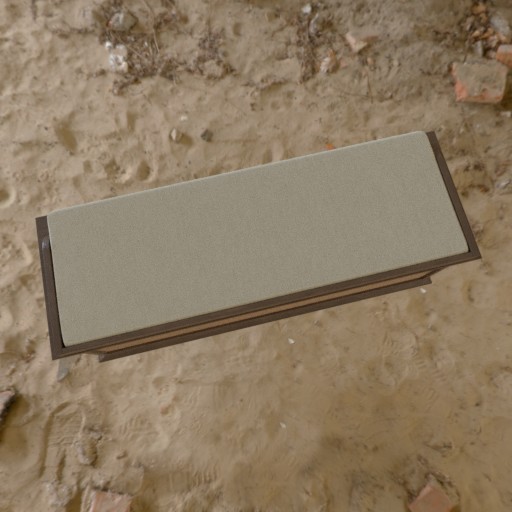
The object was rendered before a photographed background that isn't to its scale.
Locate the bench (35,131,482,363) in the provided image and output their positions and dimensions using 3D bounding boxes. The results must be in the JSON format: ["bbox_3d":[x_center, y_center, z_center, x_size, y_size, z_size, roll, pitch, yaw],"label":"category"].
[{"bbox_3d":[0.000,0.000,1.428,1.185,0.501,0.402,-13,76,-3],"label":"bench"}]
